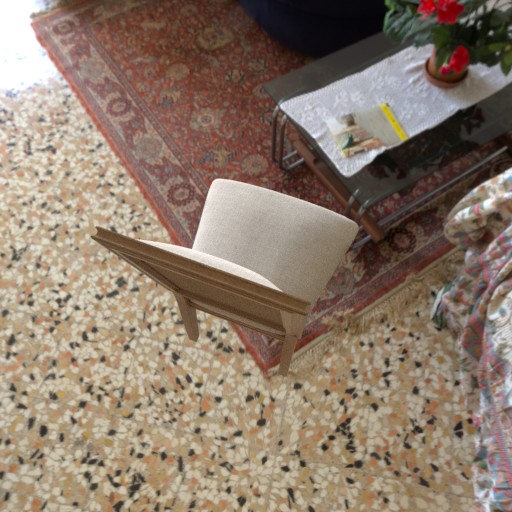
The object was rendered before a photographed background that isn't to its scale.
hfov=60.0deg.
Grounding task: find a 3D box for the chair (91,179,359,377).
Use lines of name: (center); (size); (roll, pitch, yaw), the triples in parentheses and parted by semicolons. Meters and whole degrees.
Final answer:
chair: (0.000, 0.000, 1.335); (0.536, 0.988, 0.601); (19, 65, 9)
